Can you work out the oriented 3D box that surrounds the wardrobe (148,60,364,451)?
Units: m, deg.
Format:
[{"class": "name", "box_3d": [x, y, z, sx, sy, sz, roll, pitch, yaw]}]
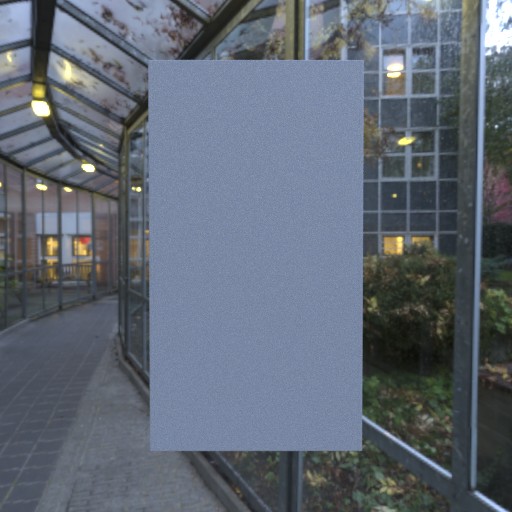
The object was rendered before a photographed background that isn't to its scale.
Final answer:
[{"class": "wardrobe", "box_3d": [0.000, 0.000, 2.339, 0.991, 1.808, 0.577, 0, 1, 0]}]
